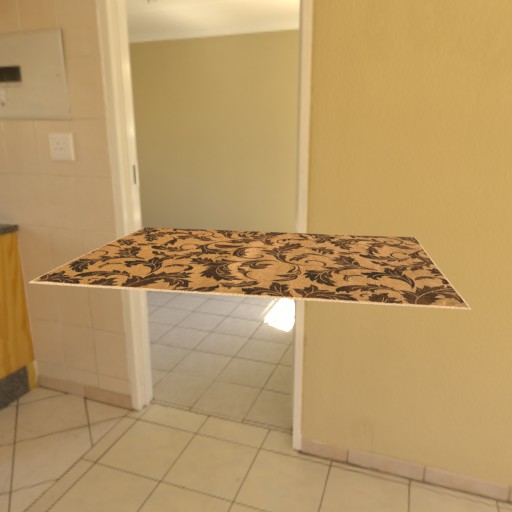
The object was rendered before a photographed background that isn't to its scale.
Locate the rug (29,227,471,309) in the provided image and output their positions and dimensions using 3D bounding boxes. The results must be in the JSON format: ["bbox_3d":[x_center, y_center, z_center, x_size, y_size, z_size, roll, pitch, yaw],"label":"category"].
[{"bbox_3d":[0.000,0.000,2.955,2.284,0.008,1.522,3,15,9],"label":"rug"}]
